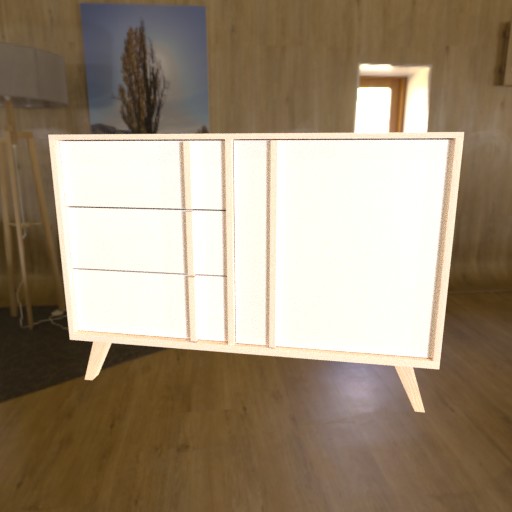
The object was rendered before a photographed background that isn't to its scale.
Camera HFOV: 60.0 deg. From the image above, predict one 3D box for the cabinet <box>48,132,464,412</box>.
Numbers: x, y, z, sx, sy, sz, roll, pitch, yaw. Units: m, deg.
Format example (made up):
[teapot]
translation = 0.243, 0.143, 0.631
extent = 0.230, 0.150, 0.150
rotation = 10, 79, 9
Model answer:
[cabinet]
translation = 0.000, 0.000, 1.494
extent = 1.110, 0.780, 0.500
rotation = 2, 14, 10
